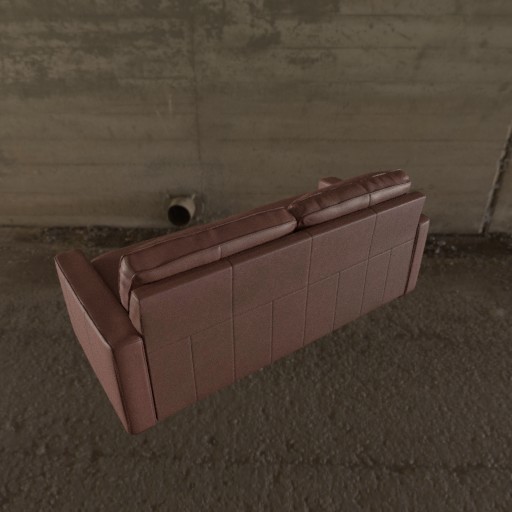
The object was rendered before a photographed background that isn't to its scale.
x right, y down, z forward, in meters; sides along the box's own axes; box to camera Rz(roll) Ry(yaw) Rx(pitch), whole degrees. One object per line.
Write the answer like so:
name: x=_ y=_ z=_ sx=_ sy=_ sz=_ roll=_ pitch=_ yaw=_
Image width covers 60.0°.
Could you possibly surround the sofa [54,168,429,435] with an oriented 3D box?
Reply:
sofa: x=0.000 y=0.000 z=2.646 sx=2.080 sy=0.919 sz=0.940 roll=-20 pitch=36 yaw=-29
